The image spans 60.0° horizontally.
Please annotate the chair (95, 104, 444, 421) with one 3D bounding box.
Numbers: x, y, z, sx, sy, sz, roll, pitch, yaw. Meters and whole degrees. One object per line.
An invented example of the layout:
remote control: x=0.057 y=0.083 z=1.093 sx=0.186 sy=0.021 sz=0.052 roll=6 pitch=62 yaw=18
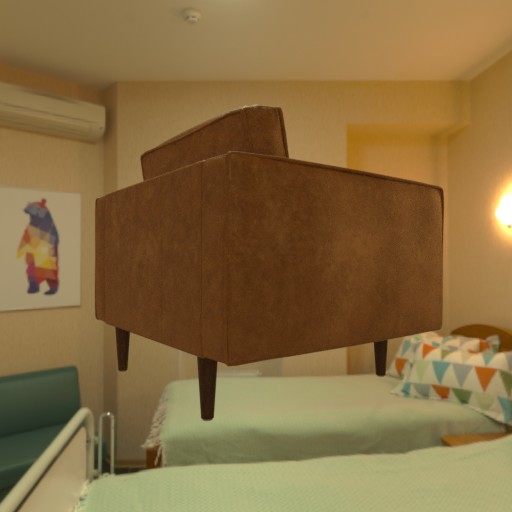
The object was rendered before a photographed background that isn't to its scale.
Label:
chair: x=0.000 y=0.000 z=1.466 sx=0.798 sy=0.767 sz=0.928 roll=0 pitch=0 yaw=-37
